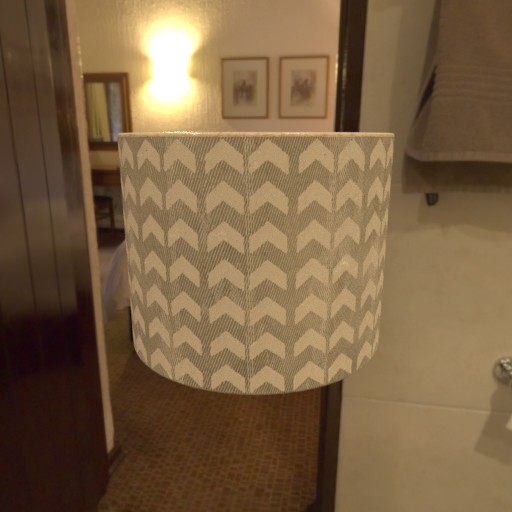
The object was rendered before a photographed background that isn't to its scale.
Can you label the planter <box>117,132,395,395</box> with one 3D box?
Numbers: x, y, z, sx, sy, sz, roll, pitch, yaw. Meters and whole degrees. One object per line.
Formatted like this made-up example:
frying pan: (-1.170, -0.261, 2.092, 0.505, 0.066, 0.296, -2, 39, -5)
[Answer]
planter: (0.000, 0.000, 0.448, 0.250, 0.239, 0.250, 0, 15, 0)
